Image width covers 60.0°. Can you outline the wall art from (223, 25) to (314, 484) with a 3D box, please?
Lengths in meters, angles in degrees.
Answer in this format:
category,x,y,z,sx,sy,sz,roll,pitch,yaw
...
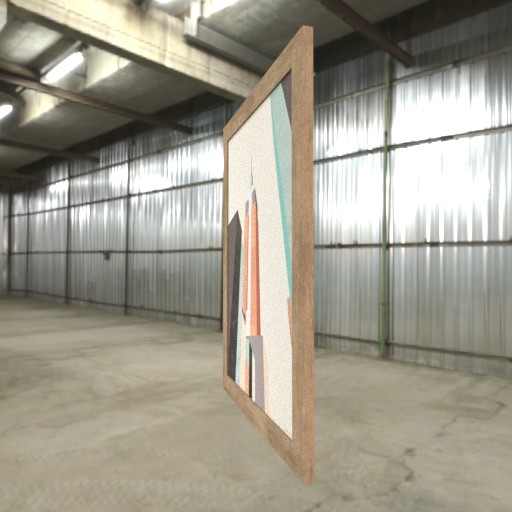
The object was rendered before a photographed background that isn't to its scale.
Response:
category,x,y,z,sx,sy,sz,roll,pitch,yaw
wall art,0.000,0.000,0.919,0.018,0.686,0.534,0,-1,-17
